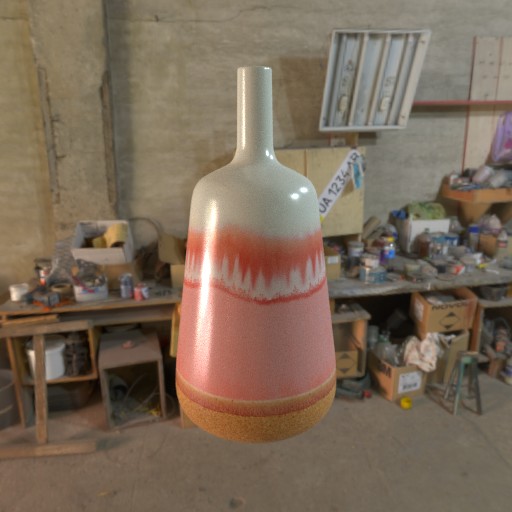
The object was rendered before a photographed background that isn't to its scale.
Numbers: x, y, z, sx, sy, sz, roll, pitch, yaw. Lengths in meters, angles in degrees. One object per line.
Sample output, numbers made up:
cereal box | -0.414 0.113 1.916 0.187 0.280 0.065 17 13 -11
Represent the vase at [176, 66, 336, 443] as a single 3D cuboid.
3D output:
vase | 0.000 0.000 0.377 0.144 0.296 0.144 0 15 0
